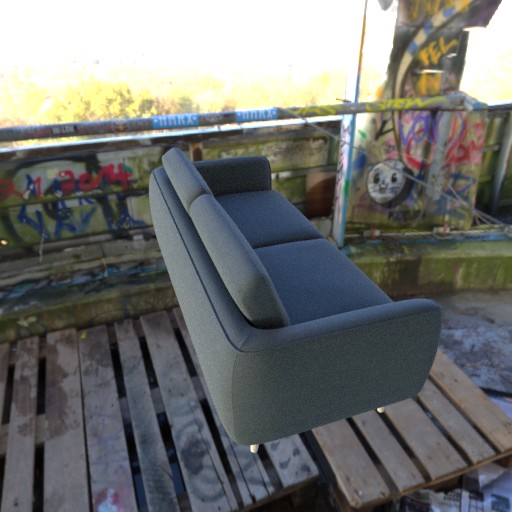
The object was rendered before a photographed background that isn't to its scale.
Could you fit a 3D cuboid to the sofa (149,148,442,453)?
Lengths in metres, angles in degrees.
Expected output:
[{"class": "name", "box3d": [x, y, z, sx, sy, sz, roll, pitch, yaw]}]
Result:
[{"class": "sofa", "box3d": [0.000, 0.000, 2.440, 0.920, 0.850, 2.000, -10, 32, -17]}]
